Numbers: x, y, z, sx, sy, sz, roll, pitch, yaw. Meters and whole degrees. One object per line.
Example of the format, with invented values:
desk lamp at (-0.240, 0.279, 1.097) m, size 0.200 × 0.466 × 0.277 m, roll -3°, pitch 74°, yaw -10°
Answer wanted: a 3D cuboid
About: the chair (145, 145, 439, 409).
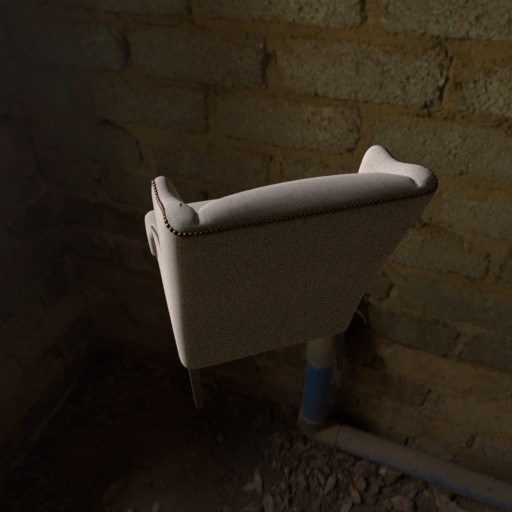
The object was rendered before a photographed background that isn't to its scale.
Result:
chair at (0.000, 0.000, 1.645) m, size 0.737 × 1.029 × 0.940 m, roll -11°, pitch 40°, yaw -14°
